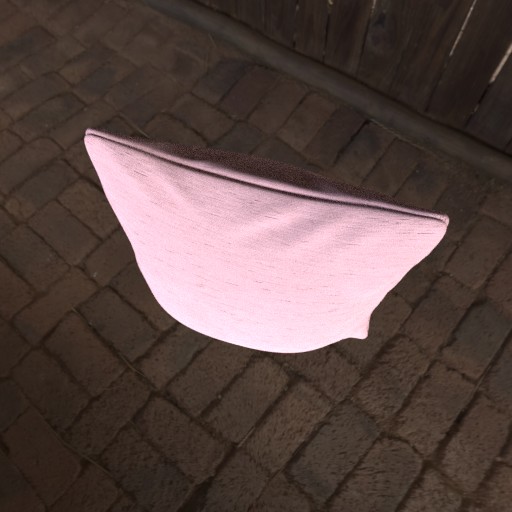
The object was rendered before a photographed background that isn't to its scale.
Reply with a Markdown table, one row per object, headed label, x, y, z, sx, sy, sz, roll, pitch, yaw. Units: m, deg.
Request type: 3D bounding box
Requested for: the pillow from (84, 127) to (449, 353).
| label | x | y | z | sx | sy | sz | roll | pitch | yaw |
| --- | --- | --- | --- | --- | --- | --- | --- | --- | --- |
| pillow | 0.000 | 0.000 | 0.675 | 0.432 | 0.415 | 0.246 | 15 | 64 | 7 |
